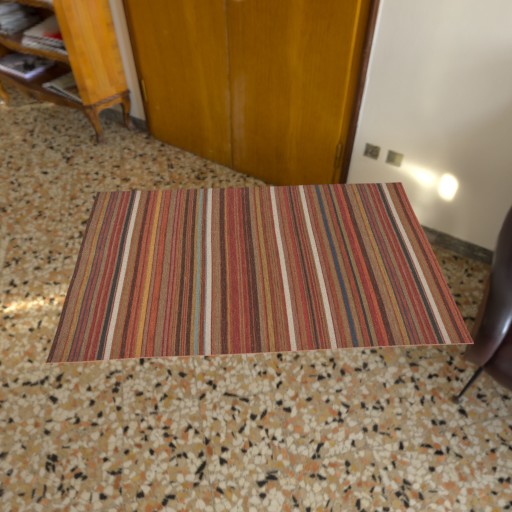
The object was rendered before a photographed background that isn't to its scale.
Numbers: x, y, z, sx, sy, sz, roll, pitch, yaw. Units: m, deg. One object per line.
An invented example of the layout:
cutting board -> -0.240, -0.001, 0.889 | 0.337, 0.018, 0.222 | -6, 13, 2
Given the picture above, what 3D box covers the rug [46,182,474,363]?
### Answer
rug -> 0.000, 0.000, 3.029 | 2.438, 0.008, 1.523 | -2, 47, -2
